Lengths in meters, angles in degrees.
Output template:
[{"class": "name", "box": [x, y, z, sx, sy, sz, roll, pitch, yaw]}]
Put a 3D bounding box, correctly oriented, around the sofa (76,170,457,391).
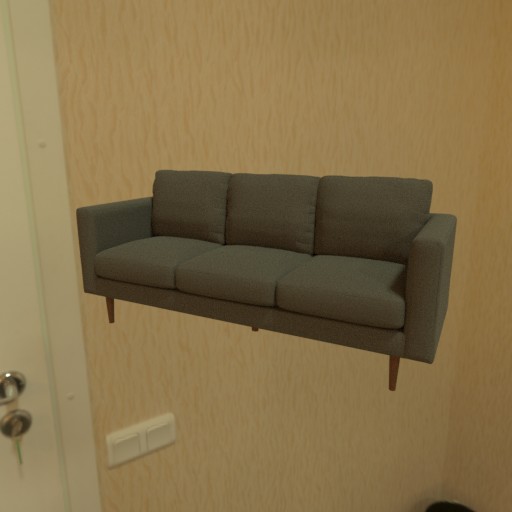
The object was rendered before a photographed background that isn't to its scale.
[{"class": "sofa", "box": [0.000, 0.000, 2.539, 2.029, 0.912, 0.802, 7, 16, 26]}]
